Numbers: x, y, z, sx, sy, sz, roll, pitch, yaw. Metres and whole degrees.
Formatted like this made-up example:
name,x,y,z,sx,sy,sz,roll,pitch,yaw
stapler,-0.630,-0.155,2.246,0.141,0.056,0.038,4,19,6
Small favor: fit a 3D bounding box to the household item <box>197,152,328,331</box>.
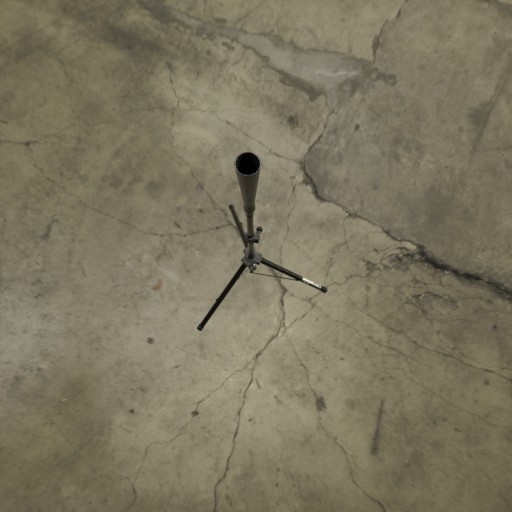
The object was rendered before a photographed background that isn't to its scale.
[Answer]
name,x,y,z,sx,sy,sz,roll,pitch,yaw
household item,0.000,0.000,1.398,0.559,1.067,0.559,27,77,7
